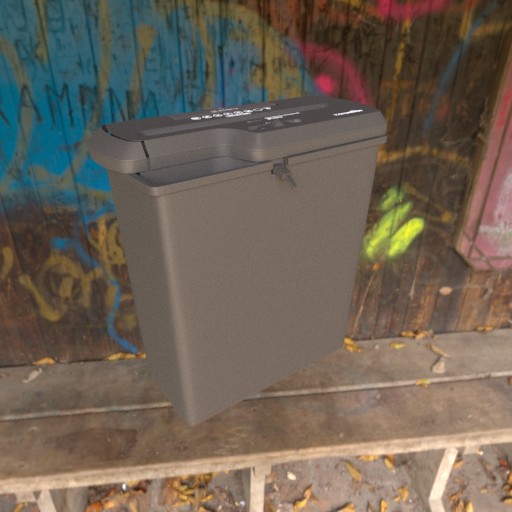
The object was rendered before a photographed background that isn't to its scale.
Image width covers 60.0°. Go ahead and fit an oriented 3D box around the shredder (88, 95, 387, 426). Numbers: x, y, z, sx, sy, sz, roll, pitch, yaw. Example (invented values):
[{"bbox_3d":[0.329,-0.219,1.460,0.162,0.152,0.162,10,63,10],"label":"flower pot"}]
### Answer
[{"bbox_3d":[0.000,0.000,0.536,0.320,0.335,0.170,-19,35,-30],"label":"shredder"}]
